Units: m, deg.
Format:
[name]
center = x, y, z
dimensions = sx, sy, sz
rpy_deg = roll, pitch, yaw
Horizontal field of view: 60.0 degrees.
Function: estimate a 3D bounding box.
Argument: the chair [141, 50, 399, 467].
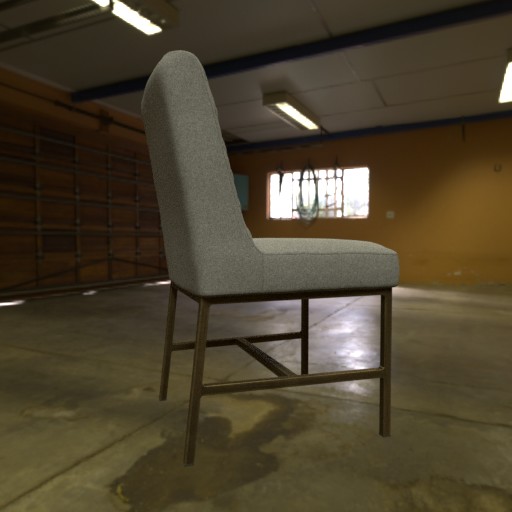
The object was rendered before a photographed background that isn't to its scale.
[chair]
center = 0.000, 0.000, 1.222
dimensions = 0.587, 0.889, 0.508
rpy_deg = -1, 2, -20
